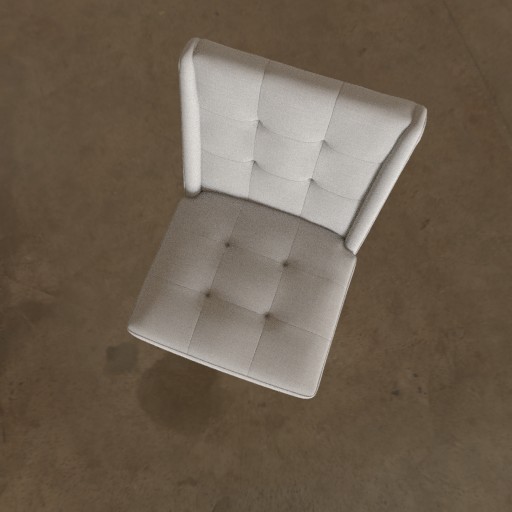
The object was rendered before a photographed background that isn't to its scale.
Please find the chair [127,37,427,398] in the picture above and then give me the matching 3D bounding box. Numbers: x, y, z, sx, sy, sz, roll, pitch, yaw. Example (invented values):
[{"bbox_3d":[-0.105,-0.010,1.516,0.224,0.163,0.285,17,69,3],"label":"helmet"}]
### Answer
[{"bbox_3d":[0.000,0.000,1.291,0.569,0.853,0.676,19,76,5],"label":"chair"}]
